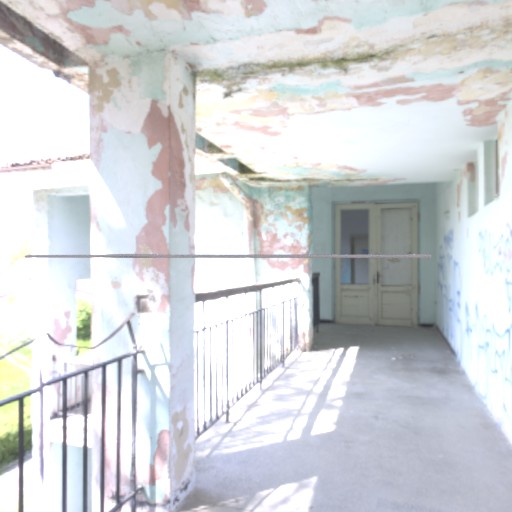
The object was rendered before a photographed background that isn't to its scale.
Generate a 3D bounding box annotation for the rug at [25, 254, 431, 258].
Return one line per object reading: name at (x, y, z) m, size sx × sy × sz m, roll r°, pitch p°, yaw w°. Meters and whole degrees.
rug at (0.000, 0.000, 0.902) m, size 0.639 × 0.006 × 0.548 m, roll 0°, pitch 0°, yaw 19°
